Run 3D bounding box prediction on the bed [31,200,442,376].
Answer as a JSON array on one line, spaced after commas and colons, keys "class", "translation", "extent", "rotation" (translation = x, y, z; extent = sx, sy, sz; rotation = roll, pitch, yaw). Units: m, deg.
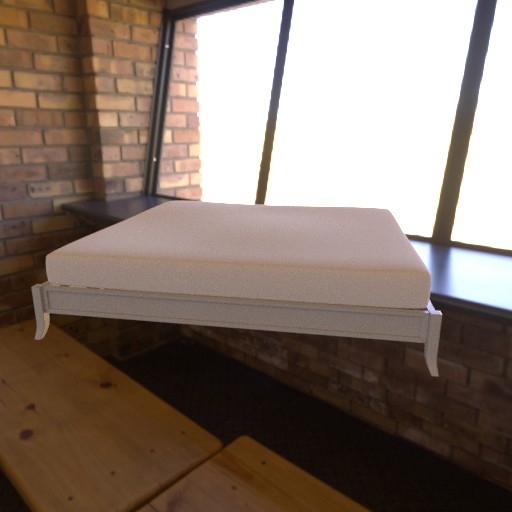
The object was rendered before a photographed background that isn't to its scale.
[{"class": "bed", "translation": [0.000, 0.000, 3.135], "extent": [2.108, 0.510, 2.007], "rotation": [3, 16, 10]}]
